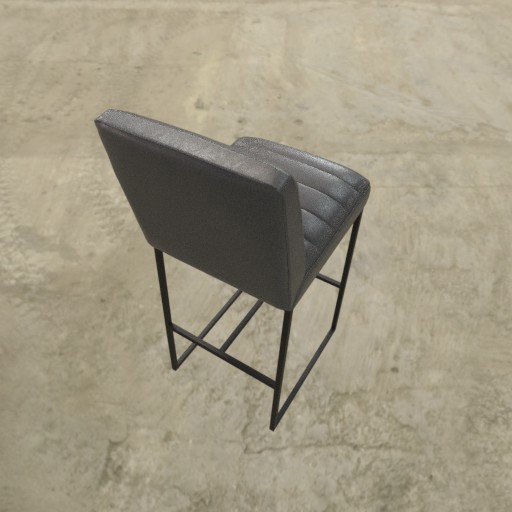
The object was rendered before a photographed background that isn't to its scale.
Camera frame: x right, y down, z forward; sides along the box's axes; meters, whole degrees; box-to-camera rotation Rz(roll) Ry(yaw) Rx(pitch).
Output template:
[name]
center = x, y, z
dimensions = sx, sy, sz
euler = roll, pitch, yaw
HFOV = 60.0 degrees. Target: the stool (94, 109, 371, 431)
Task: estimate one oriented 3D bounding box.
[stool]
center = 0.000, 0.000, 1.329
dimensions = 0.457, 1.040, 0.552
euler = 24, 51, 22
